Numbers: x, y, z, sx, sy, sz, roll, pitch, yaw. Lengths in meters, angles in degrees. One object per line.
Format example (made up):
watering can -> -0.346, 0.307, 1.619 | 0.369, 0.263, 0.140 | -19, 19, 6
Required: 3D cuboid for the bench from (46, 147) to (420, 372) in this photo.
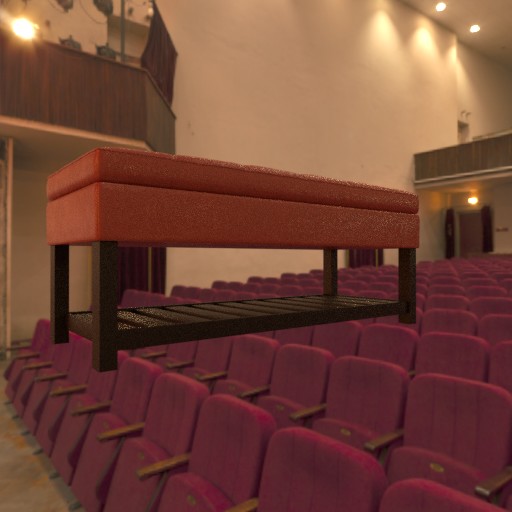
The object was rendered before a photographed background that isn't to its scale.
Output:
bench -> 0.000, 0.000, 1.353 | 1.105, 0.460, 0.432 | 0, 0, -37
